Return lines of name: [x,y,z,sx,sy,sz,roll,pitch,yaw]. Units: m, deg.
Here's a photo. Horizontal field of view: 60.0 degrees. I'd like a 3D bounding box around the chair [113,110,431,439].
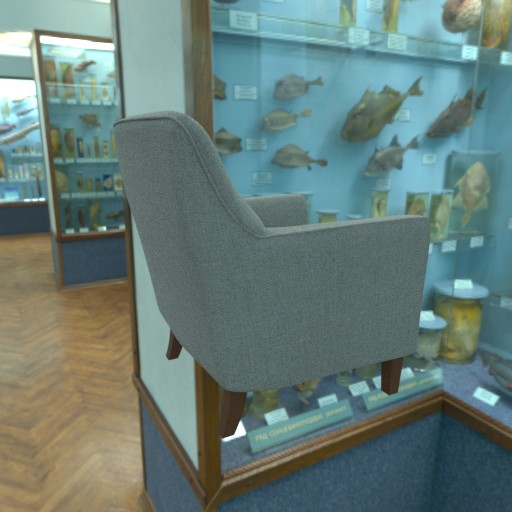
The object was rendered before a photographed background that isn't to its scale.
chair: [0.000,0.000,1.782,0.993,1.047,0.887,-7,16,-26]
